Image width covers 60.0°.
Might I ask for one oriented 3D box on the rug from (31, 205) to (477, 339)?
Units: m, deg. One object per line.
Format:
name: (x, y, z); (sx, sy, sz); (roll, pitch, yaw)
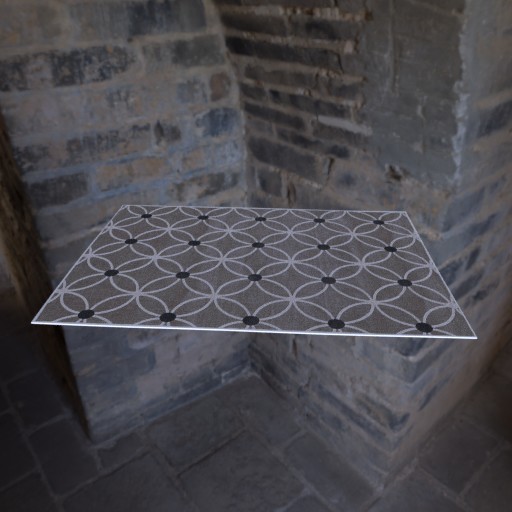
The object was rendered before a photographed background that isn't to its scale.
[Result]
rug: (0.000, 0.000, 2.904); (2.284, 0.008, 1.522); (2, 30, 3)
